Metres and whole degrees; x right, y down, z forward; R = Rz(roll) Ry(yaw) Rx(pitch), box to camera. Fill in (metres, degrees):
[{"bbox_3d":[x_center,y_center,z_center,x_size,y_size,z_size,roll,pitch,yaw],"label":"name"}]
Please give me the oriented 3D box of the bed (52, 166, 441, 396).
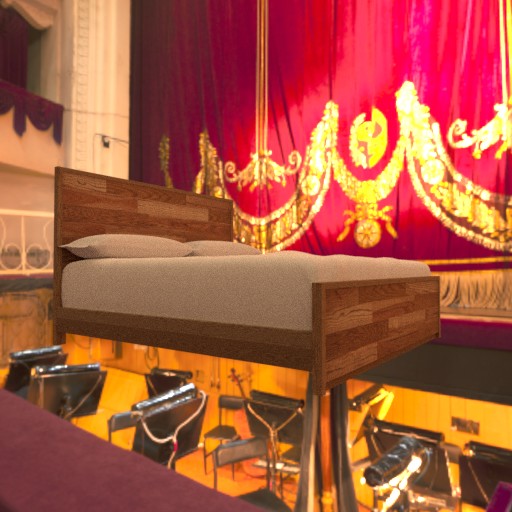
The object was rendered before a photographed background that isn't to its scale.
[{"bbox_3d":[0.000,0.000,3.394,2.184,1.295,2.013,-1,-2,36],"label":"bed"}]
